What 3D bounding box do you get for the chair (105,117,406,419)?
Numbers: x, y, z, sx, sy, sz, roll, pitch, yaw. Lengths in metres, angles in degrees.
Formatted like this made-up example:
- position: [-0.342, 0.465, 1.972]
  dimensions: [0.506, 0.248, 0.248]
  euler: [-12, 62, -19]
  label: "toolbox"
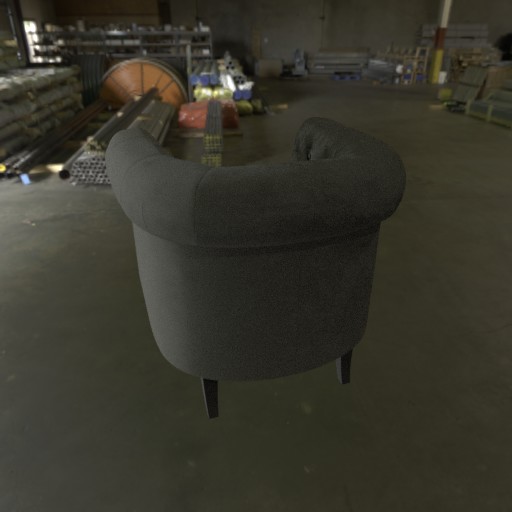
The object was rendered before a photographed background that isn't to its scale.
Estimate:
- position: [0.000, 0.000, 1.556]
  dimensions: [0.904, 0.826, 0.851]
  euler: [-9, 28, -17]
  label: "chair"
